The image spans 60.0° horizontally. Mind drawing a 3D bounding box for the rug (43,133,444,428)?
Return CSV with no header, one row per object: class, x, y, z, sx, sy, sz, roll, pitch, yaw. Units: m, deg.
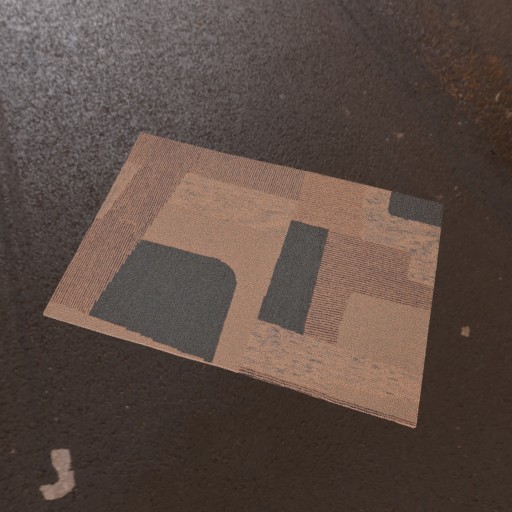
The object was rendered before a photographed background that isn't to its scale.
rug,0.000,0.000,2.352,1.847,0.020,1.238,15,64,7
